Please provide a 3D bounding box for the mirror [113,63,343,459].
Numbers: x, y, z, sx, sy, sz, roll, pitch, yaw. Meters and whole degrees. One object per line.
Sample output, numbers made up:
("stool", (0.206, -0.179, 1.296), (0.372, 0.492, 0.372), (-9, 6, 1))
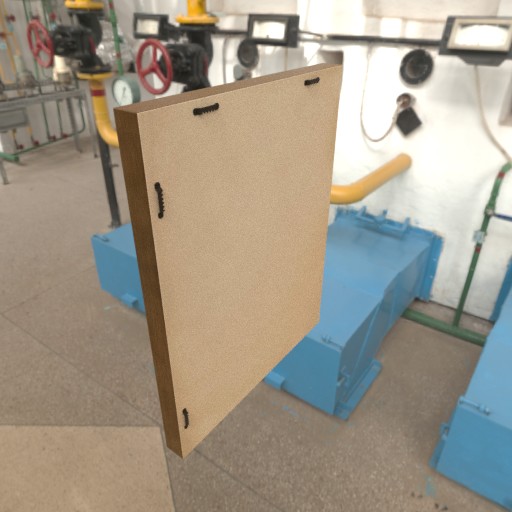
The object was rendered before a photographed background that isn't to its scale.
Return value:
("mirror", (0.000, 0.000, 0.684), (0.041, 0.508, 0.405), (21, 36, 31))
